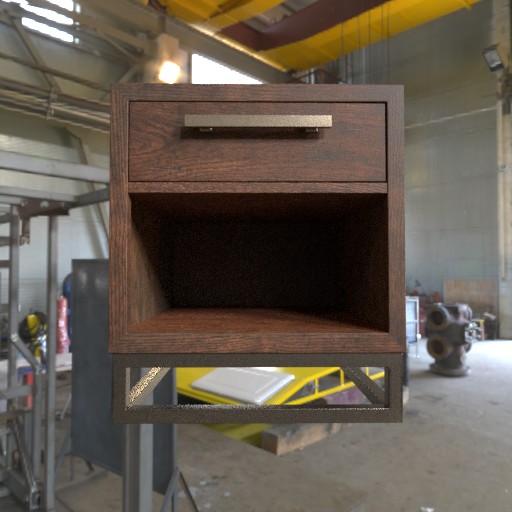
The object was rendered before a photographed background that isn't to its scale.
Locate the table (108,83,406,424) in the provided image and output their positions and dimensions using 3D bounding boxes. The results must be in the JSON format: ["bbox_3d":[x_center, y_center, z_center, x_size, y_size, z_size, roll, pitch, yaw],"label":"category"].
[{"bbox_3d":[0.000,0.000,1.012,0.506,0.582,0.566,0,-2,-1],"label":"table"}]
